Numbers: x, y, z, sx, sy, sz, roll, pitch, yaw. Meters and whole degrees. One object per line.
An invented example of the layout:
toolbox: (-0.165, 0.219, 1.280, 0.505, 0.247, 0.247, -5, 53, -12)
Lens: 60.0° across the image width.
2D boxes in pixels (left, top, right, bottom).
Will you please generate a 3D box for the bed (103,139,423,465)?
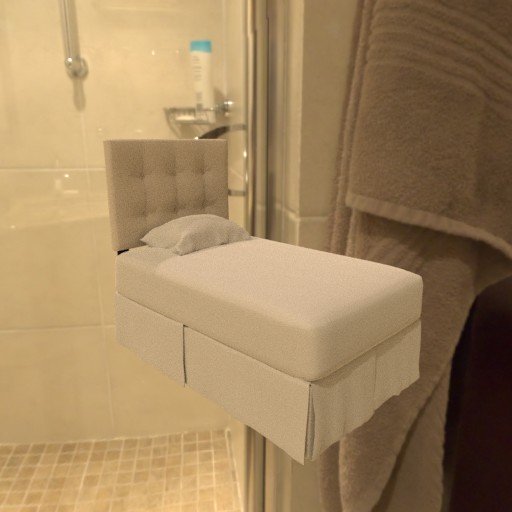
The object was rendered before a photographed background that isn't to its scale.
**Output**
bed: (0.000, 0.000, 3.072, 1.997, 1.571, 1.261, 14, 20, 43)
